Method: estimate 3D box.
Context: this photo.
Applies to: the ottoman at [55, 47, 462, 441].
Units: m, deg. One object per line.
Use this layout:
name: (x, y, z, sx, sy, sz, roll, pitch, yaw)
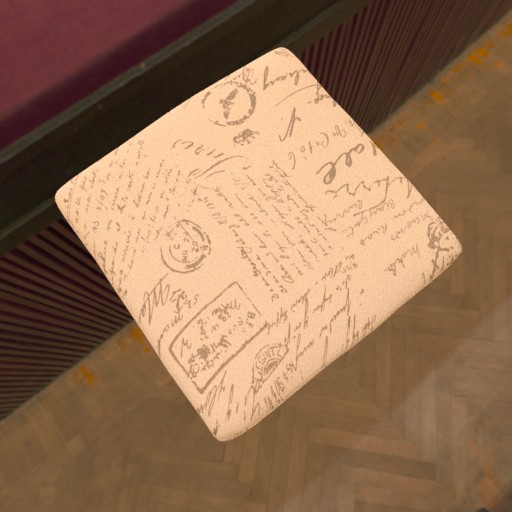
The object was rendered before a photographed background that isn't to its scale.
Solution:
ottoman: (0.000, 0.000, 0.839, 0.449, 0.457, 0.450, -36, 78, -9)
